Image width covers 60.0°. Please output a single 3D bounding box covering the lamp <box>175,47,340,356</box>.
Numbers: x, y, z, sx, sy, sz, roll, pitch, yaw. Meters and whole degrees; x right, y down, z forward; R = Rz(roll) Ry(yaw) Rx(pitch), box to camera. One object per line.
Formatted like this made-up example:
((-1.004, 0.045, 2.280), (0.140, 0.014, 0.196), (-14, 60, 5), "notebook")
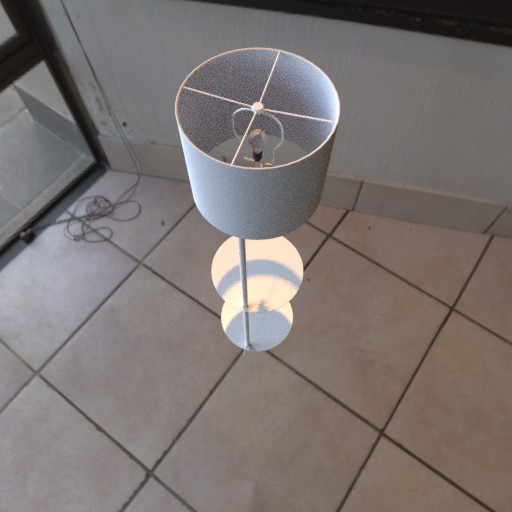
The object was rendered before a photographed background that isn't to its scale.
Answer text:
((0.000, 0.000, 1.646), (0.372, 1.465, 0.405), (16, 64, 8), "lamp")
